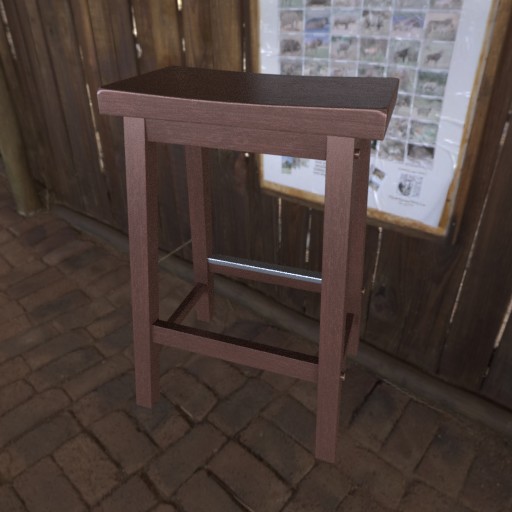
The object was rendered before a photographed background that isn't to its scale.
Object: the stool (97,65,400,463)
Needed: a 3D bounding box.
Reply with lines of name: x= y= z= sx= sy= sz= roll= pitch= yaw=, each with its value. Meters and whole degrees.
stool: x=0.000 y=0.000 z=0.823 sx=0.406 sy=0.610 sz=0.322 roll=10 pitch=33 yaw=16
